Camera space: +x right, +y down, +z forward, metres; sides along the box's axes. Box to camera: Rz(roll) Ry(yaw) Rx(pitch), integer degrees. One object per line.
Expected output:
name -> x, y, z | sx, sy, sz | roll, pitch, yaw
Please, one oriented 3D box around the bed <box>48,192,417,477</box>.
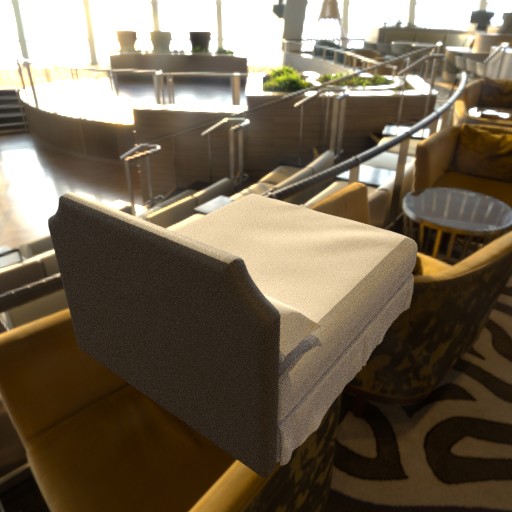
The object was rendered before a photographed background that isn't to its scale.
bed -> 0.000, 0.000, 3.927 | 2.194, 1.561, 2.536 | 21, 36, 32
